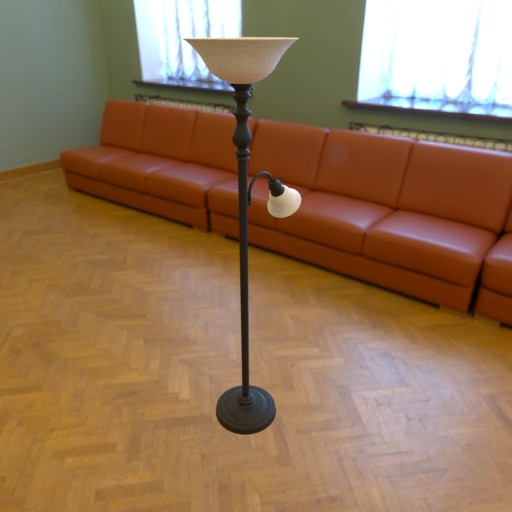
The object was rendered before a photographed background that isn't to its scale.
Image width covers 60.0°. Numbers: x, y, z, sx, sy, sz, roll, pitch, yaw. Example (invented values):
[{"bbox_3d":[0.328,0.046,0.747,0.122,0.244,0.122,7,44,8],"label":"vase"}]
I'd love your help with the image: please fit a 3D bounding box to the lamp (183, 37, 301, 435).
[{"bbox_3d":[0.000,0.000,2.029,0.405,1.793,0.588,18,32,31],"label":"lamp"}]
